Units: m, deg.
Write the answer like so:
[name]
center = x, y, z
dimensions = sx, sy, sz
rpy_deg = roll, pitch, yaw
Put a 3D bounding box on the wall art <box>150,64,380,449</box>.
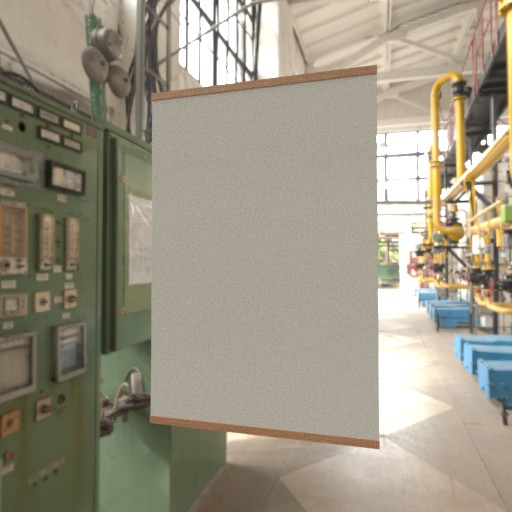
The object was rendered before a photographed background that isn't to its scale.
[wall art]
center = 0.000, 0.000, 1.909
dimensions = 1.019, 1.527, 0.019
rpy_deg = 0, -1, 17
